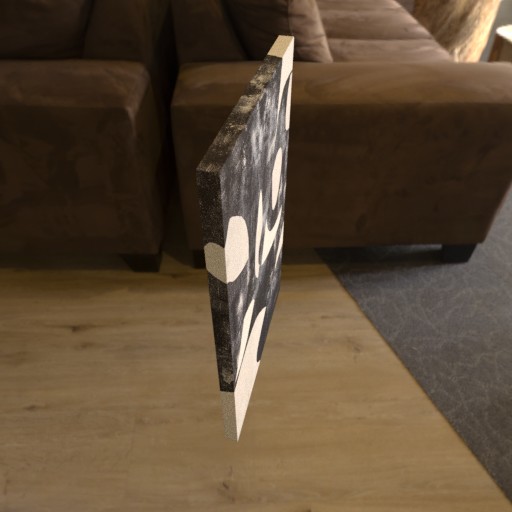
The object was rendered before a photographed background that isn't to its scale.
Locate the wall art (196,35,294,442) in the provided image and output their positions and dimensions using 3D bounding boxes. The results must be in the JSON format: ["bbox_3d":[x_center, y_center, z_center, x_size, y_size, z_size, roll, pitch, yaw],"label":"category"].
[{"bbox_3d":[0.000,0.000,1.181,0.041,0.915,0.610,10,45,10],"label":"wall art"}]
